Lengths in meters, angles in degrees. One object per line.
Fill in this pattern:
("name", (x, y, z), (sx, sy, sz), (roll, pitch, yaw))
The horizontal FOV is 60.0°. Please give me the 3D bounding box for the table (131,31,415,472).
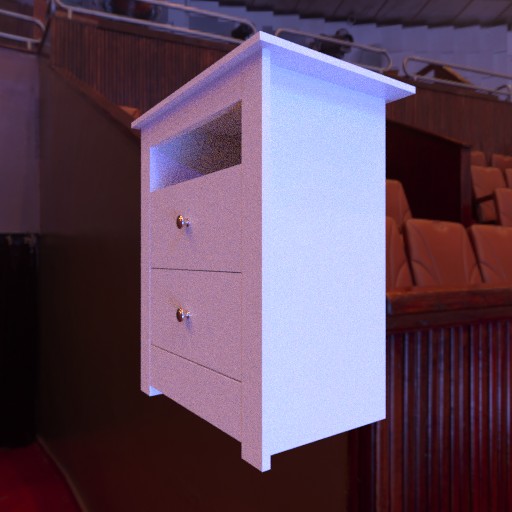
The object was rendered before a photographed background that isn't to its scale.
("table", (0.000, 0.000, 1.057), (0.406, 0.711, 0.589), (0, 0, -35))
